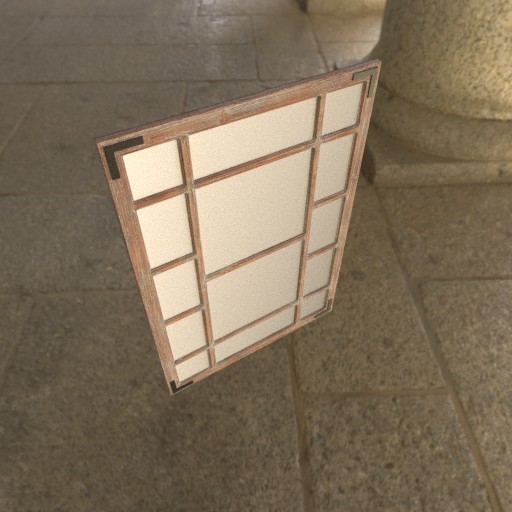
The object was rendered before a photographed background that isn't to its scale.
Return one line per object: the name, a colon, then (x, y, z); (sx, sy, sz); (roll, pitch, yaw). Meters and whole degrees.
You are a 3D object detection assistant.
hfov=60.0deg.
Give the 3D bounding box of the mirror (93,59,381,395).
mirror: (0.000, 0.000, 1.311); (0.705, 0.996, 0.025); (-24, 50, -21)
